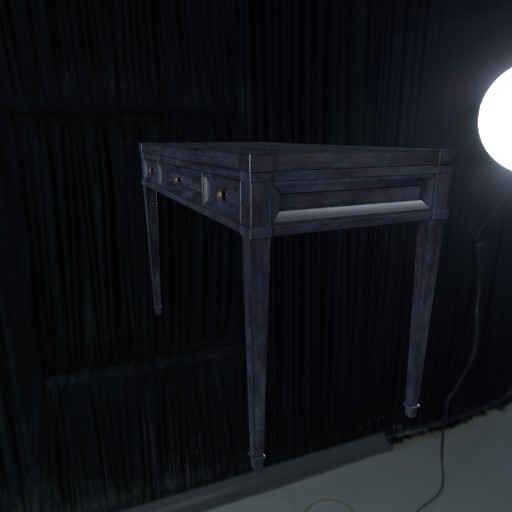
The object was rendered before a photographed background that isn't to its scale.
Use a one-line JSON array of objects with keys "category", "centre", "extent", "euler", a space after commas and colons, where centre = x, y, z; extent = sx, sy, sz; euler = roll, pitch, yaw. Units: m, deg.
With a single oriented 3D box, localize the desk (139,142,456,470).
[{"category": "desk", "centre": [0.000, 0.000, 1.779], "extent": [0.630, 0.861, 1.289], "euler": [-7, 17, -24]}]
